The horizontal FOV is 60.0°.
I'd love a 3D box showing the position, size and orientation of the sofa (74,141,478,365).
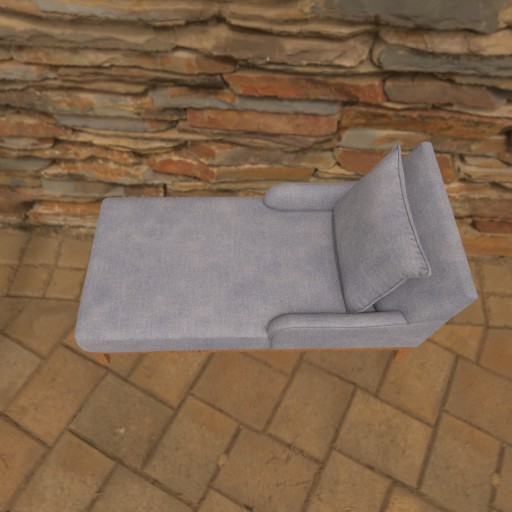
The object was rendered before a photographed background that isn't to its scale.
[{"bbox_3d":[0.000,0.000,2.318,1.779,0.883,0.904,-1,59,0],"label":"sofa"}]
